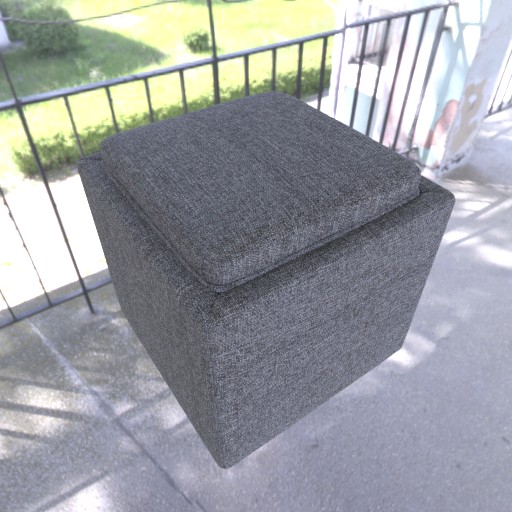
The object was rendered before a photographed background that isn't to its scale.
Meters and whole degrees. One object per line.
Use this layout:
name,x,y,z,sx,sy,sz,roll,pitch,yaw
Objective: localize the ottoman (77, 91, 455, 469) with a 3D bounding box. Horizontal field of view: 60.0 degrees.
ottoman,0.000,0.000,0.828,0.450,0.460,0.450,-25,48,-25
